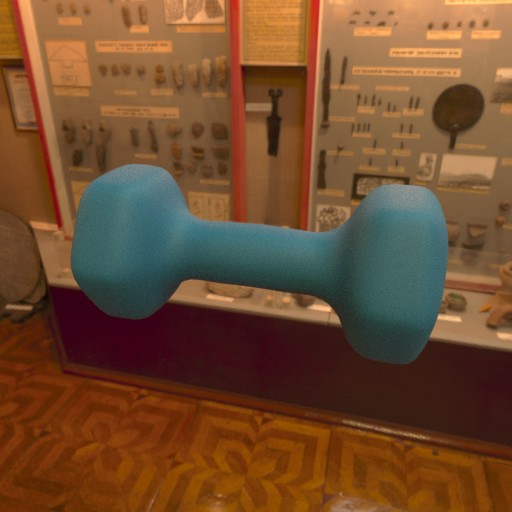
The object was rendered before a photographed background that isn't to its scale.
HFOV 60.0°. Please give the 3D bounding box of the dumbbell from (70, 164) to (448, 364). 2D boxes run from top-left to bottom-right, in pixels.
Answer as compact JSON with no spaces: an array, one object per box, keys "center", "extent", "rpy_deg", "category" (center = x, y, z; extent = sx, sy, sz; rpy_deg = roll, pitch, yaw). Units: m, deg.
[{"center":[0.000,0.000,0.193],"extent":[0.152,0.066,0.074],"rpy_deg":[7,28,14],"category":"dumbbell"}]
